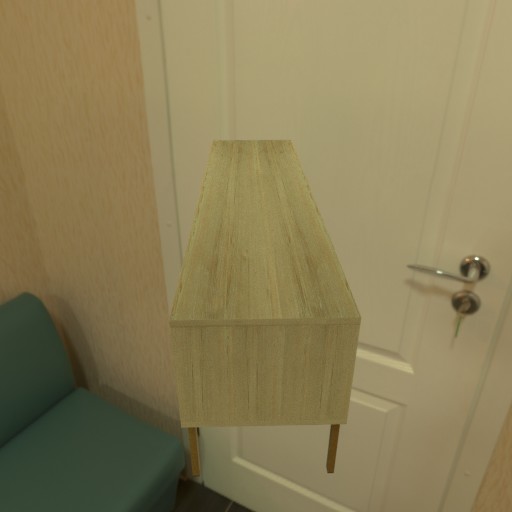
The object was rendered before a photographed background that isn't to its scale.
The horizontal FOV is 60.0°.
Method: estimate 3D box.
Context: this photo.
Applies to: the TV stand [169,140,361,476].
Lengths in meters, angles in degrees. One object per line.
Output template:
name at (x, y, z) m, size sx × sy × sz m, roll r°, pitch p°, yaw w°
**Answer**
TV stand at (0.000, 0.000, 1.801) m, size 0.420 × 0.550 × 1.600 m, roll -1°, pitch 28°, yaw -1°
